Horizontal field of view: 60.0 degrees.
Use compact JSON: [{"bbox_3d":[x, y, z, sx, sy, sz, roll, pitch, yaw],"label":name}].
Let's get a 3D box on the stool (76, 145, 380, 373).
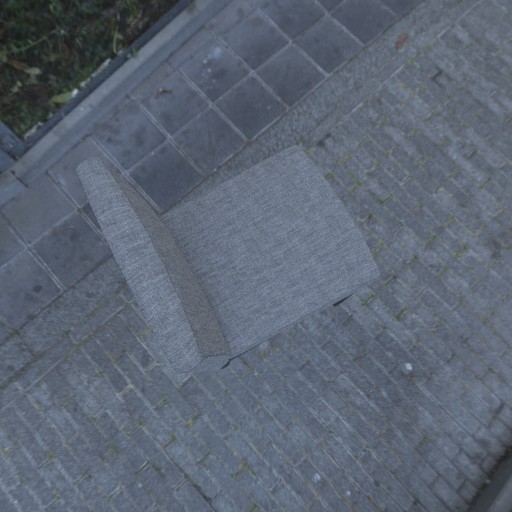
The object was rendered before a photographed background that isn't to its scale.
[{"bbox_3d":[0.000,0.000,1.252,0.552,0.966,0.451,-28,77,-7],"label":"stool"}]
